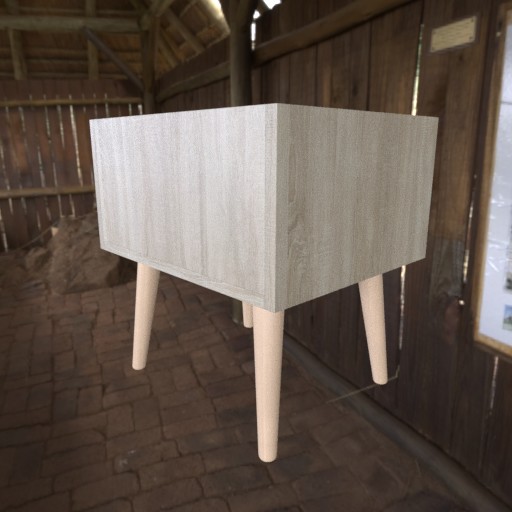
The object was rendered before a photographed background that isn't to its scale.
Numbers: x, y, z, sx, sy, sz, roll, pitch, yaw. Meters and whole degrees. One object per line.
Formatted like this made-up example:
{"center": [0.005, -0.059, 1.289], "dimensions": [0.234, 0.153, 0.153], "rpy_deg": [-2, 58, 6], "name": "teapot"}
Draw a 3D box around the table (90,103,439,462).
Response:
{"center": [0.000, 0.000, 0.793], "dimensions": [0.370, 0.470, 0.450], "rpy_deg": [-13, 19, -42], "name": "table"}
